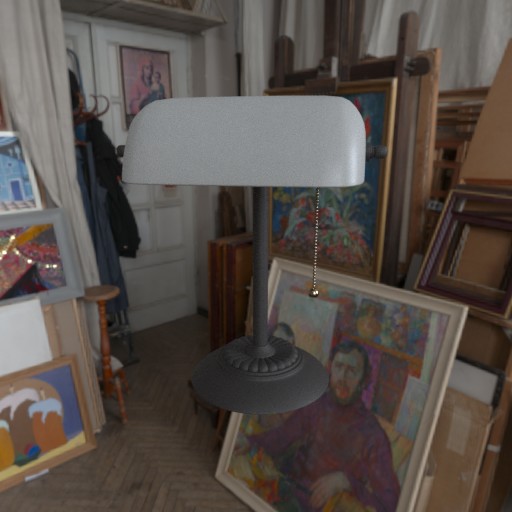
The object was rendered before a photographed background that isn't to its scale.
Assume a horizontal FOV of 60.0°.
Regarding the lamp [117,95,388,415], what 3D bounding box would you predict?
[{"bbox_3d":[0.000,0.000,0.511,0.264,0.339,0.243,3,15,10],"label":"lamp"}]
